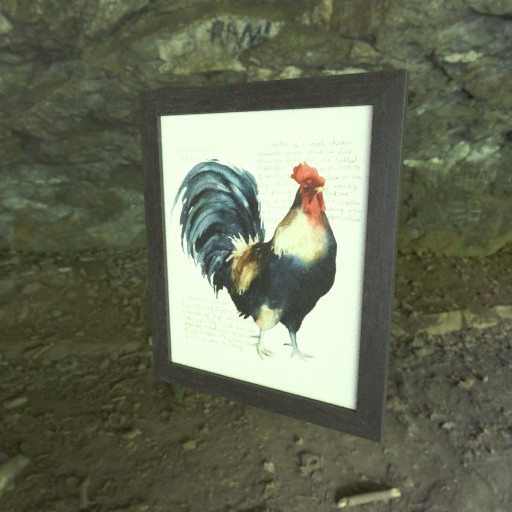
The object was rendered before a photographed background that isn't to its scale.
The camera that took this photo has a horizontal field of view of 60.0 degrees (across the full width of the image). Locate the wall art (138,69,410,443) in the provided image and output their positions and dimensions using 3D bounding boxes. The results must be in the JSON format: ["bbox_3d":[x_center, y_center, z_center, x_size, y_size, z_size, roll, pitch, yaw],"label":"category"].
[{"bbox_3d":[0.000,0.000,0.789,0.479,0.580,0.027,7,14,27],"label":"wall art"}]
